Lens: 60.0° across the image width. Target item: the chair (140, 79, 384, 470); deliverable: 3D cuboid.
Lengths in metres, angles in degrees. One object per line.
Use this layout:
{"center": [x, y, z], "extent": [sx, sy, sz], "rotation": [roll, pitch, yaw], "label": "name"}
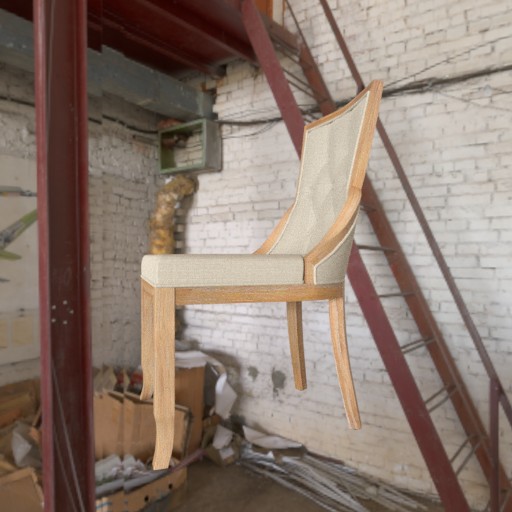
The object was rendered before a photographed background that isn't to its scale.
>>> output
{"center": [0.000, 0.000, 1.320], "extent": [0.641, 0.947, 0.524], "rotation": [0, 0, -18], "label": "chair"}
